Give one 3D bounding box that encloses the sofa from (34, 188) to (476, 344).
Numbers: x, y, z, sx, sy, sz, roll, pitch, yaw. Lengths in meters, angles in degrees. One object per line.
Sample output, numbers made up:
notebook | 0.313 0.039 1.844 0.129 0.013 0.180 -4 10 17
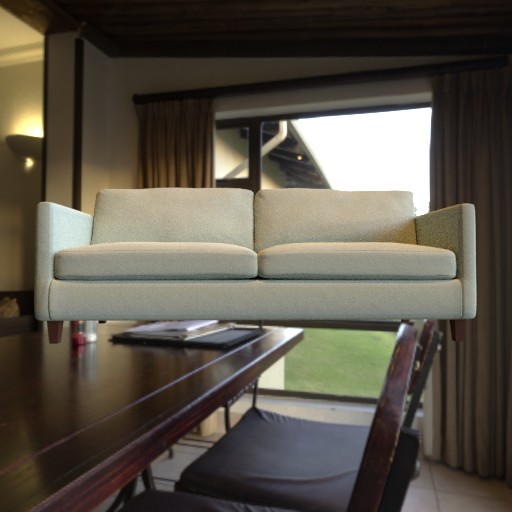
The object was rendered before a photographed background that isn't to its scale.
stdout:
sofa | 0.000 0.000 2.860 2.434 0.965 0.948 0 -1 -2
